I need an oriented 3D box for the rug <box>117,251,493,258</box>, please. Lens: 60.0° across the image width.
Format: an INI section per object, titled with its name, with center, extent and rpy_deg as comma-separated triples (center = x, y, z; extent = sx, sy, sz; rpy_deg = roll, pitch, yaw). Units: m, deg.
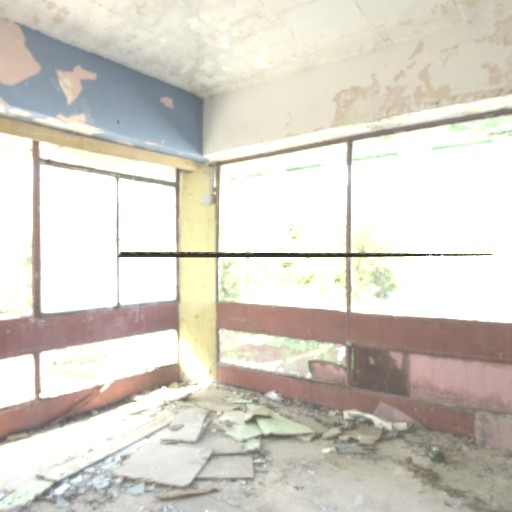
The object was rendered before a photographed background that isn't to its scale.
[rug]
center = 0.000, 0.000, 4.087
extent = 2.438, 0.016, 3.048
rpy_deg = 0, -1, -18
